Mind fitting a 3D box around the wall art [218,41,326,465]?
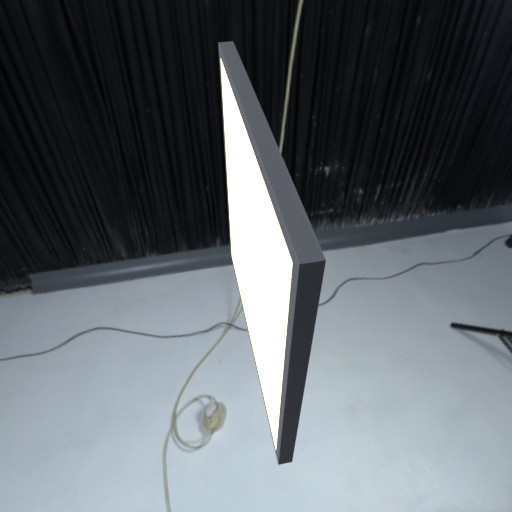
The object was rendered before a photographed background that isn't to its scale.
[{"bbox_3d":[0.000,0.000,1.120,0.037,0.760,0.762,-8,47,-8],"label":"wall art"}]
